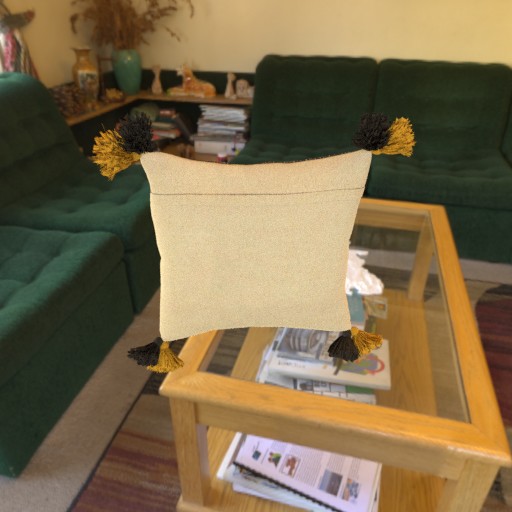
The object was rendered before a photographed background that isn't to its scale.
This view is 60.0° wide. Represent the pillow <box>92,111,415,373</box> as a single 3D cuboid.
[{"bbox_3d":[0.000,0.000,1.007,0.654,0.659,0.139,-2,31,-3],"label":"pillow"}]
